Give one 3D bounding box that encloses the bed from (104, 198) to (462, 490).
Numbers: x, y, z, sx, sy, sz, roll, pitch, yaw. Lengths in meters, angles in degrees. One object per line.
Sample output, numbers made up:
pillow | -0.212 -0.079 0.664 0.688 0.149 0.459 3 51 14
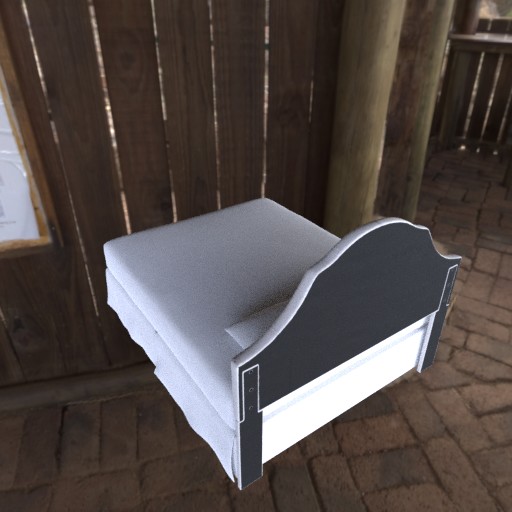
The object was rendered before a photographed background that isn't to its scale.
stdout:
bed | 0.000 0.000 3.768 2.039 1.617 2.477 -19 36 -29
